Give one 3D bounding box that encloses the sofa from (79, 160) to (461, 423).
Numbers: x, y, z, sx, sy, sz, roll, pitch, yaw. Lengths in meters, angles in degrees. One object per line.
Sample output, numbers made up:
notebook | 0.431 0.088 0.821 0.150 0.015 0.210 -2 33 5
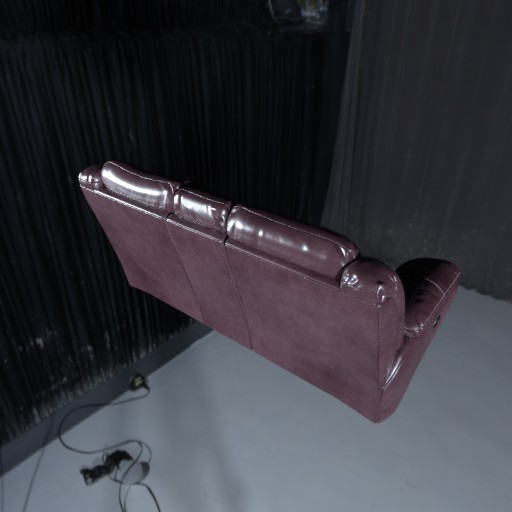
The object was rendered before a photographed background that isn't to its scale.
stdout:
sofa | 0.000 0.000 2.605 2.058 1.043 0.991 22 36 33
